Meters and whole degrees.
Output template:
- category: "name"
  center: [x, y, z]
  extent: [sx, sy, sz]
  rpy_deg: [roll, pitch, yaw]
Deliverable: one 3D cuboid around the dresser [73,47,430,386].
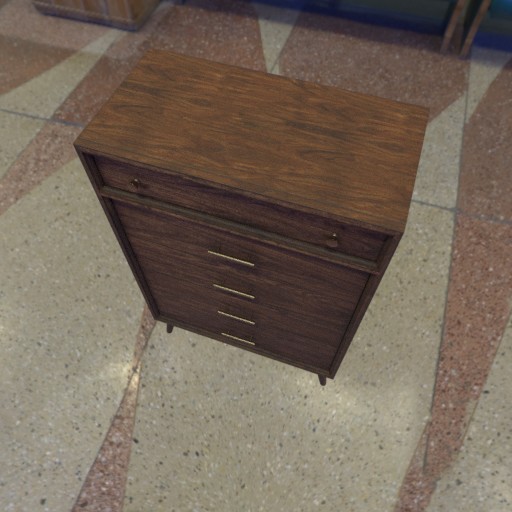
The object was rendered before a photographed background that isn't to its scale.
- category: "dresser"
  center: [0.000, 0.000, 1.840]
  extent: [0.919, 1.365, 0.498]
  rpy_deg: [16, 59, 10]
